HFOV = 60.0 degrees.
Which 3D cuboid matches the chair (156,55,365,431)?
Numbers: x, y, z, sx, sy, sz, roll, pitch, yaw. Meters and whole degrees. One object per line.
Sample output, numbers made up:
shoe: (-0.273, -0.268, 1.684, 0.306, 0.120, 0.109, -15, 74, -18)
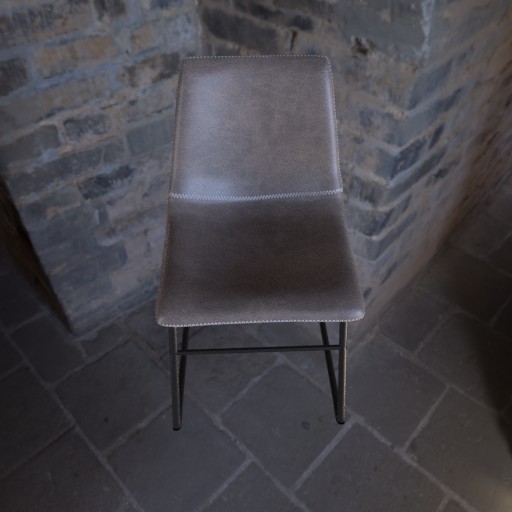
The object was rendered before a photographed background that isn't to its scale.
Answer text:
chair: (0.000, 0.000, 1.102, 0.460, 0.780, 0.550, -2, 45, -2)
